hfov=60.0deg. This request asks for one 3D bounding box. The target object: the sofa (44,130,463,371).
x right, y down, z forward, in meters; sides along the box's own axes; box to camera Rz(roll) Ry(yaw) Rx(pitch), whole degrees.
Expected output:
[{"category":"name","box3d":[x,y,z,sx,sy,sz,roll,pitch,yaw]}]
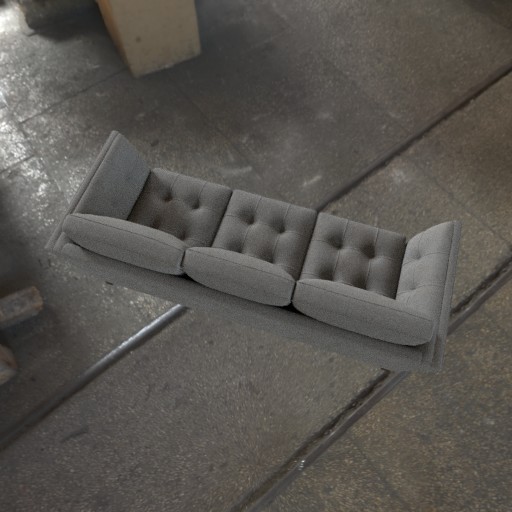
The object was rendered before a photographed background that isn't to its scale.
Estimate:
[{"category":"sofa","box3d":[0.000,0.000,2.979,2.387,0.940,0.965,16,66,8]}]
